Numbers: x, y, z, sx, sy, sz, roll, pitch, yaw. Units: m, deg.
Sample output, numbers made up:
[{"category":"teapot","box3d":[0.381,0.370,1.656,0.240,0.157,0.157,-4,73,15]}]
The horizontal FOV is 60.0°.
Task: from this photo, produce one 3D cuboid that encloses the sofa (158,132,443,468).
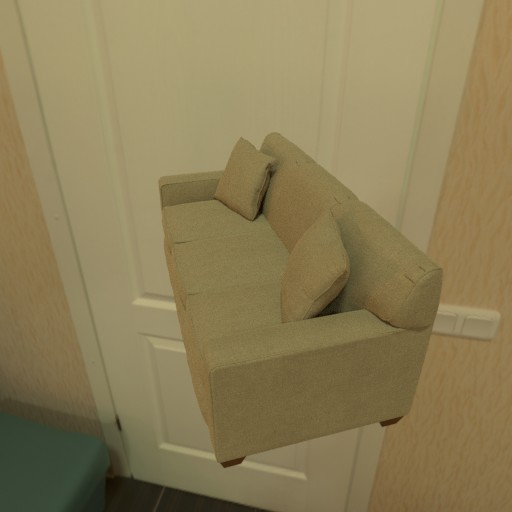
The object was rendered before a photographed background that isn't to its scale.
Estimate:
[{"category":"sofa","box3d":[0.000,0.000,2.622,0.997,0.958,2.024,-8,32,-14]}]
